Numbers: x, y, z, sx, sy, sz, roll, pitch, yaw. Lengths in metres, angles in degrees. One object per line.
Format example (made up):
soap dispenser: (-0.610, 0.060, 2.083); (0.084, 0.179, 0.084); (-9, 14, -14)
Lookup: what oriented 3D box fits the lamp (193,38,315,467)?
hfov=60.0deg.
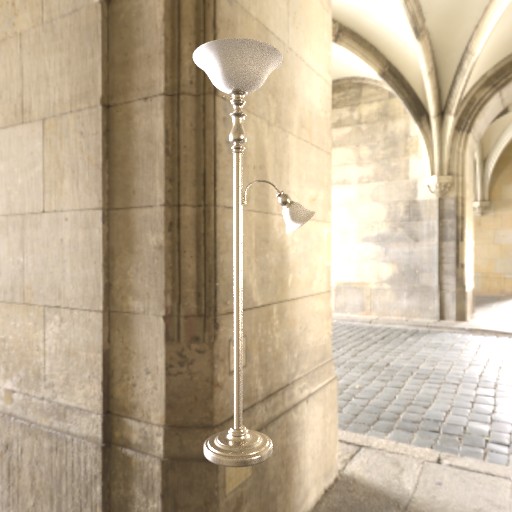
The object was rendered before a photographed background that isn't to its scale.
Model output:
lamp: (0.000, 0.000, 2.044); (0.575, 1.785, 0.405); (0, 1, -17)
